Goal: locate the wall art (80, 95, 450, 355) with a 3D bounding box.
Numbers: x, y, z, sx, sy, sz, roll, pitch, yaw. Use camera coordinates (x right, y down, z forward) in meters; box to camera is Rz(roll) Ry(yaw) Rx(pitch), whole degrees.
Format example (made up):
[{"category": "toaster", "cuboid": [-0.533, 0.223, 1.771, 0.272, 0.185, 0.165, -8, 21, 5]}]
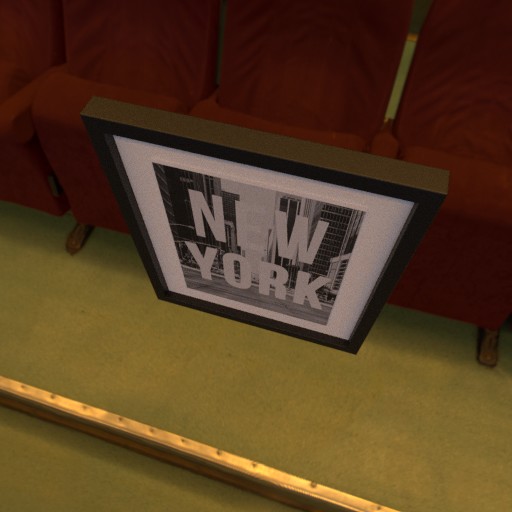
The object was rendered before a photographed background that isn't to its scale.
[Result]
[{"category": "wall art", "cuboid": [0.000, 0.000, 0.547, 0.328, 0.381, 0.028, 14, 59, 9]}]
